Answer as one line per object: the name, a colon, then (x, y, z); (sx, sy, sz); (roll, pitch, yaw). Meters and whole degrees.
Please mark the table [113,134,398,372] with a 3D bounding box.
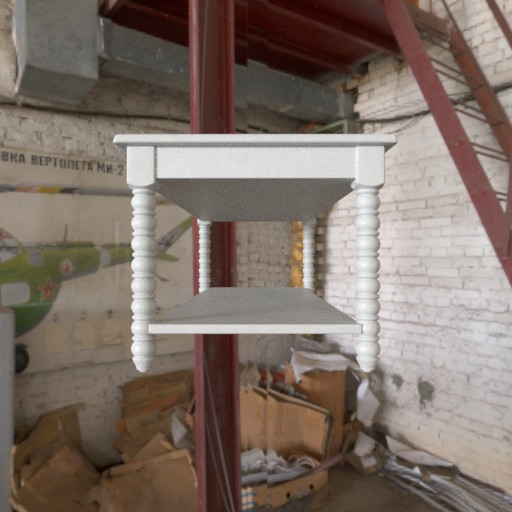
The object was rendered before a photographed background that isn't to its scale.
table: (0.000, 0.000, 1.469); (0.580, 0.487, 1.171); (0, 0, 0)
